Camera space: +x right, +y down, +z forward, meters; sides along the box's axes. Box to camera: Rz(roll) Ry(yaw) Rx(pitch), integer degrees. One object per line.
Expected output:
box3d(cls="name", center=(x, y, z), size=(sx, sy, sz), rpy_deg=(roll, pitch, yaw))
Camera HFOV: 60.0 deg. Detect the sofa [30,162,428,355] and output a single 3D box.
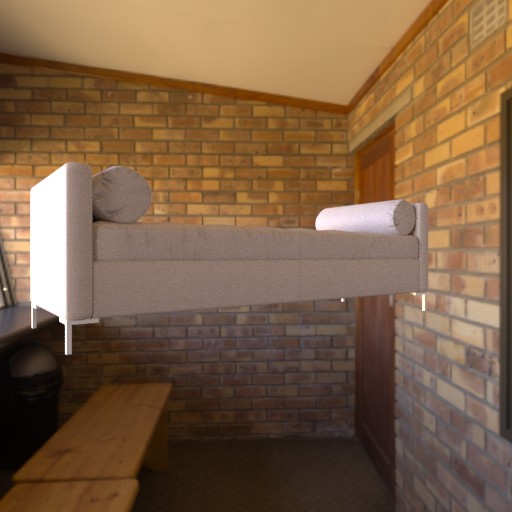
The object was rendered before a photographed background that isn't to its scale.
box3d(cls="sofa", center=(0.000, 0.000, 2.265), size=(1.981, 0.635, 0.686), rpy_deg=(0, 0, -36))
